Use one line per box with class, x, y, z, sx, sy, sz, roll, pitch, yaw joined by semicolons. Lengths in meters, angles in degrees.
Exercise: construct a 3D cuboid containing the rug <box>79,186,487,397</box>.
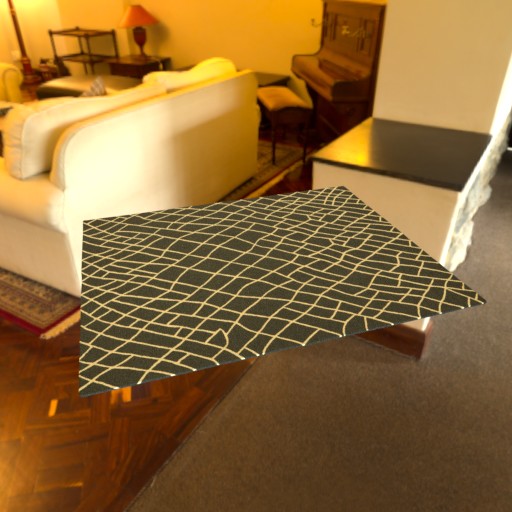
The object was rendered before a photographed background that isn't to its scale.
rug;0.000;0.000;4.067;3.047;0.022;2.439;-10;33;-15
